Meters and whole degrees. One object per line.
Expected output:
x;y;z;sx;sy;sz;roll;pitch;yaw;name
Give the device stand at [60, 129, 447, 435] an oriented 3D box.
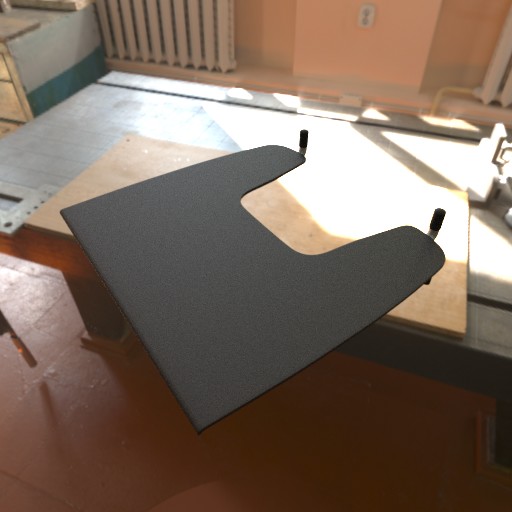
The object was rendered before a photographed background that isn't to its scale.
0.000;0.000;0.355;0.230;0.092;0.230;-25;48;-25;device stand
